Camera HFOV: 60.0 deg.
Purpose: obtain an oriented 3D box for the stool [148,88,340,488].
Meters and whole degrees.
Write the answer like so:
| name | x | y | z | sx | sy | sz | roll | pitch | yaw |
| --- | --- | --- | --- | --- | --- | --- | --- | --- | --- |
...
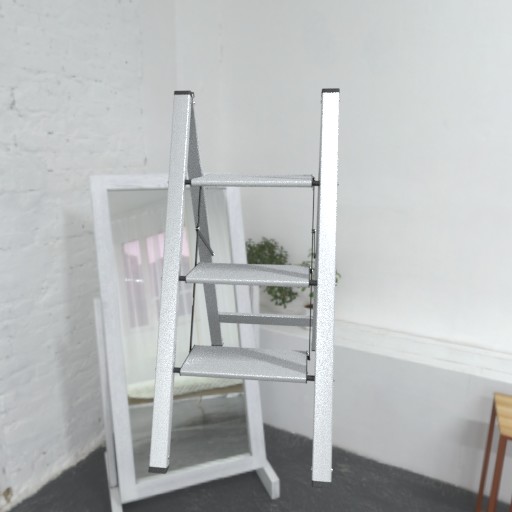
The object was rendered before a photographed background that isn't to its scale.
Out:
| name | x | y | z | sx | sy | sz | roll | pitch | yaw |
| --- | --- | --- | --- | --- | --- | --- | --- | --- | --- |
| stool | 0.000 | 0.000 | 1.281 | 0.441 | 0.902 | 0.730 | 2 | 14 | 7 |
